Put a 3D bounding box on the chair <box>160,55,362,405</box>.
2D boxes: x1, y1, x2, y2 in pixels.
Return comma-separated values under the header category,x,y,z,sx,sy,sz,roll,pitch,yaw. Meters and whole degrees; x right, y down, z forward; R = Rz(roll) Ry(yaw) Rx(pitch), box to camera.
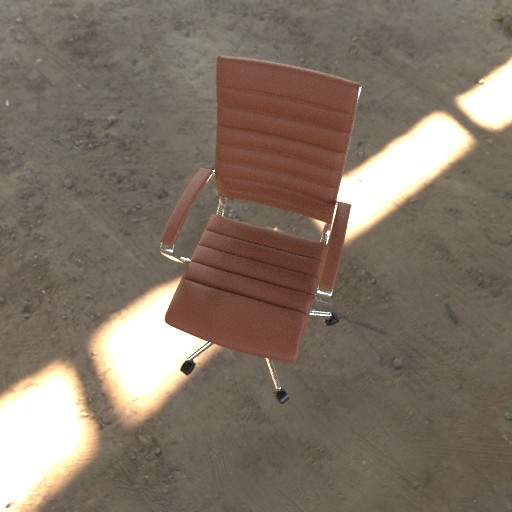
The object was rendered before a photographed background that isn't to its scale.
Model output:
category,x,y,z,sx,sy,sz,roll,pitch,yaw
chair,0.000,0.000,1.640,0.766,1.149,0.739,15,60,9
